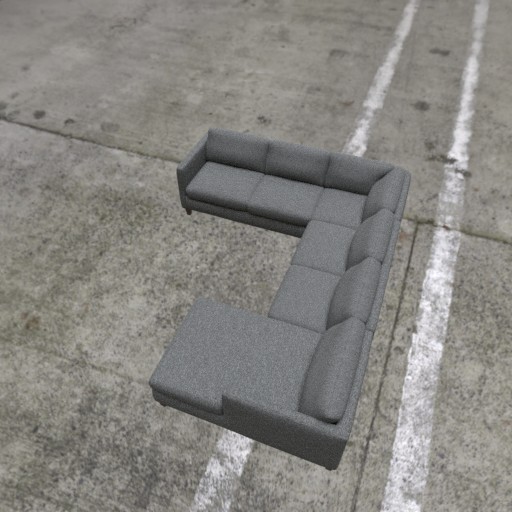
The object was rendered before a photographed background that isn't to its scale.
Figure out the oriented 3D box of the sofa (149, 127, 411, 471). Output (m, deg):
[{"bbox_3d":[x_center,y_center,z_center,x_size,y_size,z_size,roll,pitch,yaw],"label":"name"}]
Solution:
[{"bbox_3d":[0.000,0.000,4.426,2.551,0.853,3.238,15,48,14],"label":"sofa"}]
